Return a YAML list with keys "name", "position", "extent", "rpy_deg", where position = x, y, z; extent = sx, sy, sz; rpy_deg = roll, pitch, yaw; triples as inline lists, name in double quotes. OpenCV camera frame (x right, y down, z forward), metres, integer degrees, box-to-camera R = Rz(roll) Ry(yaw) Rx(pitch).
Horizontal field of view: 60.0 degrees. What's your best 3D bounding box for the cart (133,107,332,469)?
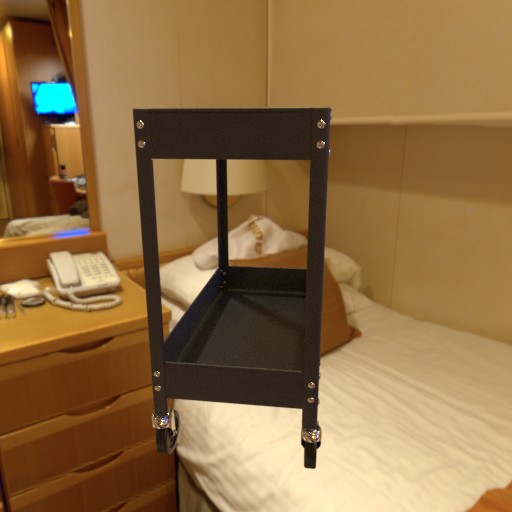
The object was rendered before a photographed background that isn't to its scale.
- name: "cart"
  position: [0.000, 0.000, 1.192]
  extent: [0.366, 0.719, 0.779]
  rpy_deg: [2, 16, 7]
